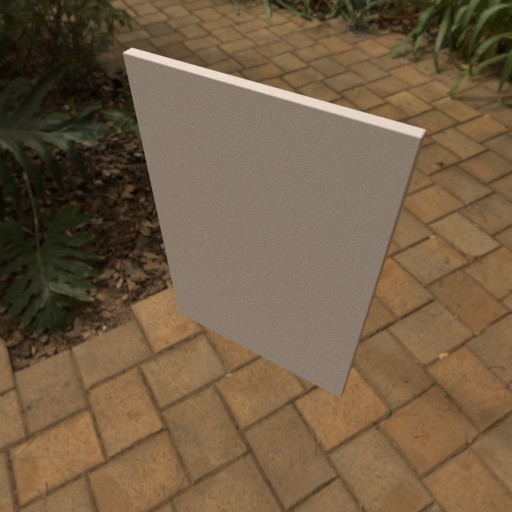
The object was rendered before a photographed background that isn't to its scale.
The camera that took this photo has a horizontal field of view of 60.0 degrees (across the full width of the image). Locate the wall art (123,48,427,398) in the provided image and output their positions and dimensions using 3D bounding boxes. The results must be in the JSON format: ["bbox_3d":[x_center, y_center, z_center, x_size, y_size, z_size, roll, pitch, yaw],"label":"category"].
[{"bbox_3d":[0.000,0.000,1.020,0.556,0.813,0.026,24,51,21],"label":"wall art"}]
